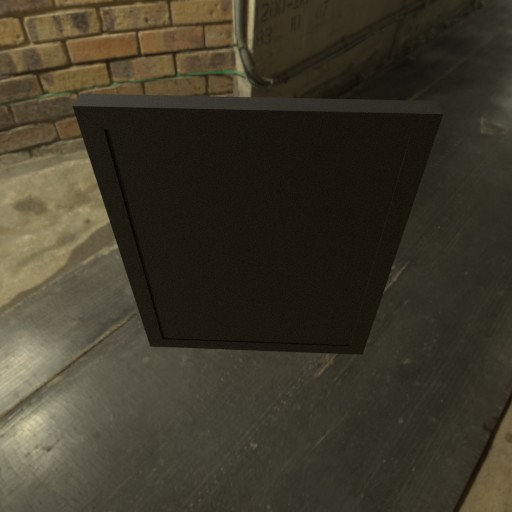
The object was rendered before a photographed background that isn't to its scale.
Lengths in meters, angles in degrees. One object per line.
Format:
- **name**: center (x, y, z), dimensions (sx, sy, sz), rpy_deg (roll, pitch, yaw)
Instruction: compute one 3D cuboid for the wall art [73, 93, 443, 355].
- **wall art**: center (0.000, 0.000, 0.760), dimensions (0.457, 0.559, 0.033), rpy_deg (2, 47, 2)
